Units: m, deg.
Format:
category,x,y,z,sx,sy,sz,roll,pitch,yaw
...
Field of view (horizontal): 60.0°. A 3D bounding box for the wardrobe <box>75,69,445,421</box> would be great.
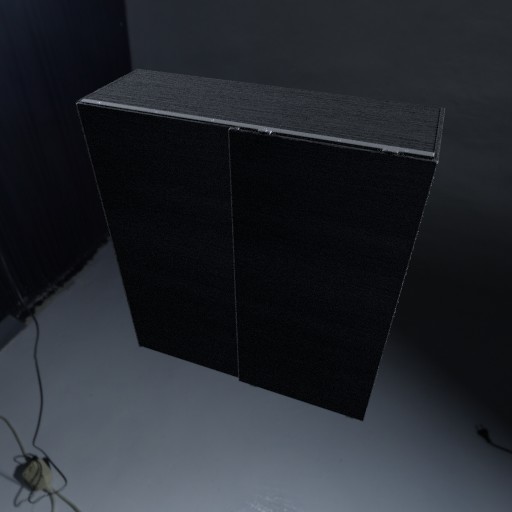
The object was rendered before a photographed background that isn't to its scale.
category,x,y,z,sx,sy,sz,roll,pitch,yaw
wardrobe,0.000,0.000,2.847,1.780,1.960,0.629,14,41,16
